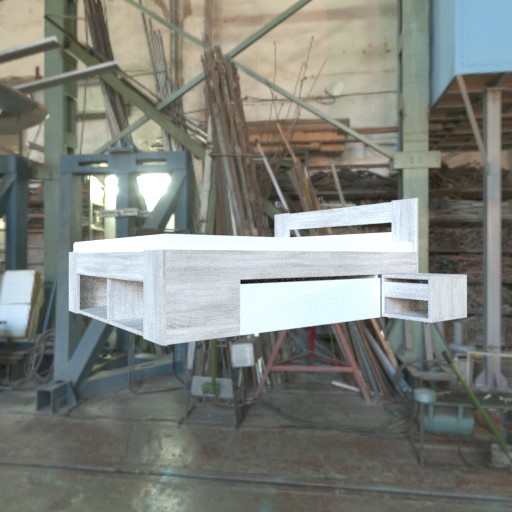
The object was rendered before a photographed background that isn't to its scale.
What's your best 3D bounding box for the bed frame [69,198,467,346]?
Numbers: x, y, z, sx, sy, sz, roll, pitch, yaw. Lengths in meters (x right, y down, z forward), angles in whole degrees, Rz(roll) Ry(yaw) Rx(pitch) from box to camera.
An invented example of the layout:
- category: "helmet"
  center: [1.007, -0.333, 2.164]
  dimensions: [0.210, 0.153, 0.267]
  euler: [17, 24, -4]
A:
- category: "bed frame"
  center: [0.000, 0.000, 3.187]
  dimensions: [2.050, 0.860, 2.040]
  euler: [0, 0, -37]
